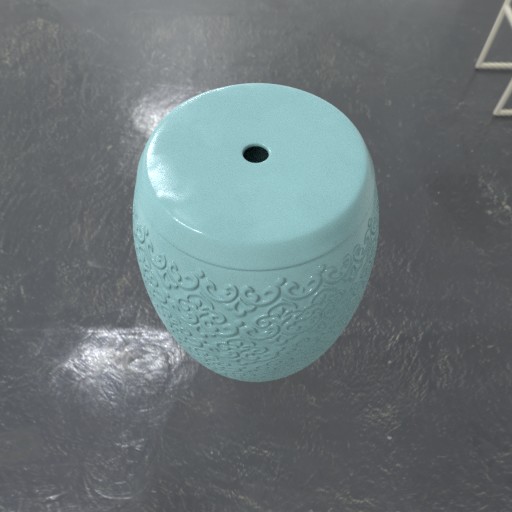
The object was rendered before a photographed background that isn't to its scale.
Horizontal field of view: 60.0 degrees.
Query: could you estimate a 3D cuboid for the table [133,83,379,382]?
[{"bbox_3d":[0.000,0.000,0.620,0.309,0.397,0.309,0,57,0],"label":"table"}]
